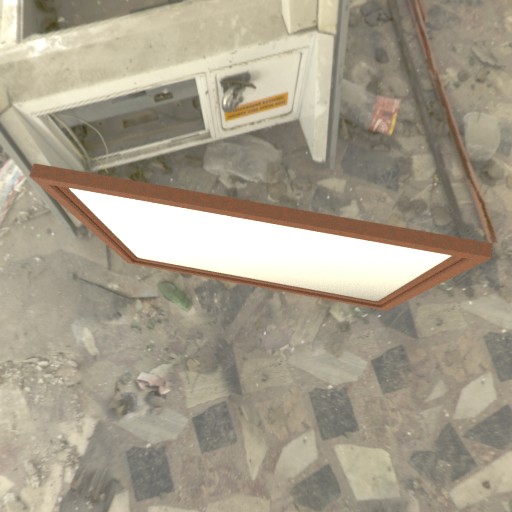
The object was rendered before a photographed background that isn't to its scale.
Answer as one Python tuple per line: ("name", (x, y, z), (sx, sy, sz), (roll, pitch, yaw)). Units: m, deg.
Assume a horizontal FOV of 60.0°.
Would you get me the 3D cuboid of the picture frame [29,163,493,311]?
("picture frame", (0.000, 0.000, 1.747), (1.329, 1.018, 0.045), (10, 75, 3))
